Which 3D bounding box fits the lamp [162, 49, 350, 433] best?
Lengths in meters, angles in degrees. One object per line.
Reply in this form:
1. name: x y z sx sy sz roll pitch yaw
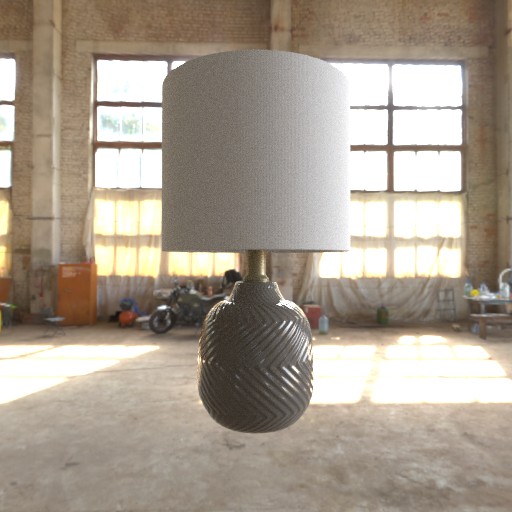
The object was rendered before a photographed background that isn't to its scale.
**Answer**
1. lamp: 0.000 0.000 0.496 0.207 0.366 0.207 0 0 18
